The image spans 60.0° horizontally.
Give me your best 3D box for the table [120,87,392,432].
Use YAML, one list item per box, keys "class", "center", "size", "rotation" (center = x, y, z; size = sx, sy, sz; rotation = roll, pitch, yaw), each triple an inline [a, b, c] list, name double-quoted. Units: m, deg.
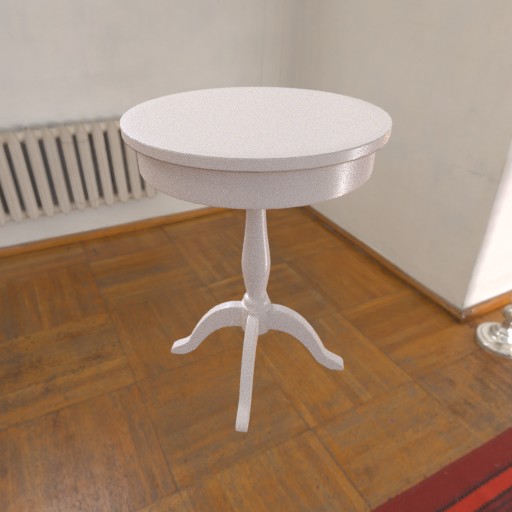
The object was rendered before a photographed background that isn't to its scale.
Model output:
- class: "table"
  center: [0.000, 0.000, 1.033]
  size: [0.513, 0.653, 0.513]
  rotation: [0, 32, 0]
